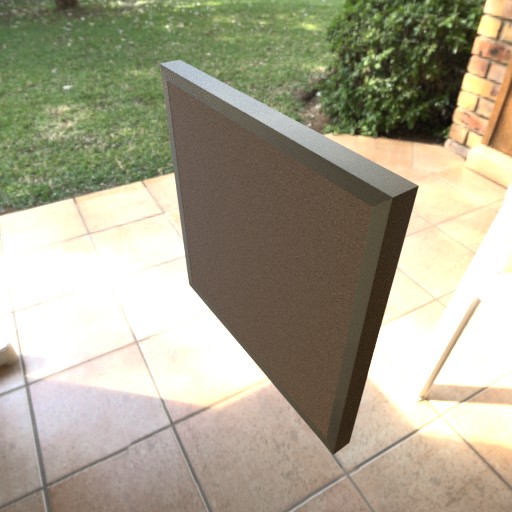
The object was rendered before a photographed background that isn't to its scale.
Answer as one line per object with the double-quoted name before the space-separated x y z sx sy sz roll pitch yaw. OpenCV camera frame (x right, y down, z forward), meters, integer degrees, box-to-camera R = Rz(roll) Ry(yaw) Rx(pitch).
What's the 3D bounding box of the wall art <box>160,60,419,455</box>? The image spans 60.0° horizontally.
"wall art" 0.000 0.000 0.751 0.038 0.508 0.507 -24 45 -26
